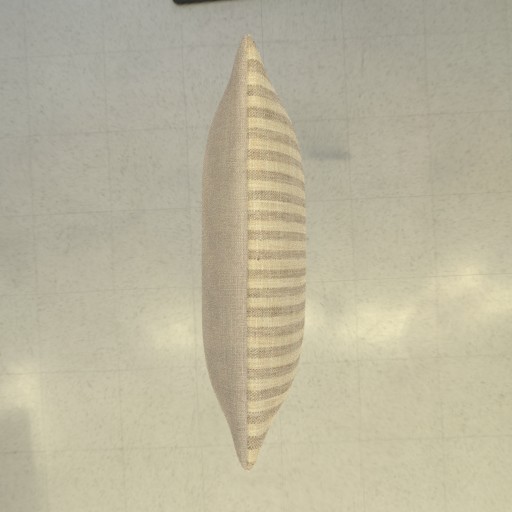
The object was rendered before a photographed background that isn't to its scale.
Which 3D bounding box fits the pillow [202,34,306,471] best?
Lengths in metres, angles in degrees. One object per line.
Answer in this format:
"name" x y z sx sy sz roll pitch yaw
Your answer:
"pillow" 0.000 0.000 0.772 0.166 0.510 0.523 0 90 1
